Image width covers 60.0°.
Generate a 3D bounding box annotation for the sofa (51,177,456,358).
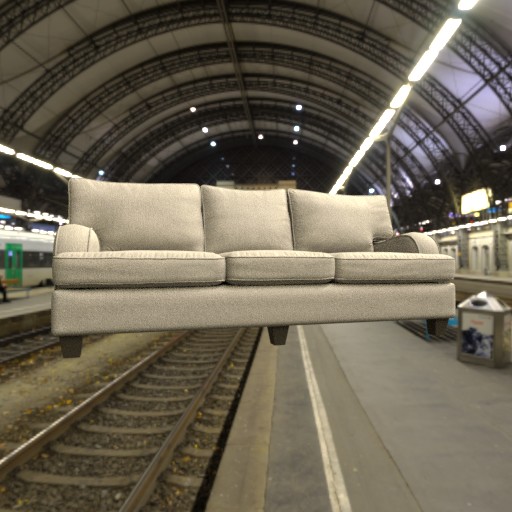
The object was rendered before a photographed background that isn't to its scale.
[{"bbox_3d":[0.000,0.000,2.854,2.323,0.991,1.016,0,-1,-18],"label":"sofa"}]
